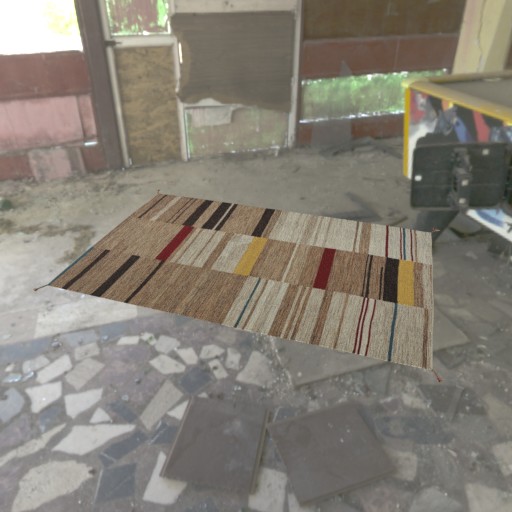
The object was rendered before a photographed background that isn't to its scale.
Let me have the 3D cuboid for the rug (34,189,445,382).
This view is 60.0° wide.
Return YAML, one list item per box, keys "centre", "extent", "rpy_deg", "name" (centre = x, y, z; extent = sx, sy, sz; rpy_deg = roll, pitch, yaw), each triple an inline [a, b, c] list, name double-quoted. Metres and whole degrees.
- centre: [0.000, 0.000, 2.409]
  extent: [1.918, 0.007, 1.268]
  rpy_deg: [10, 34, 15]
  name: "rug"
